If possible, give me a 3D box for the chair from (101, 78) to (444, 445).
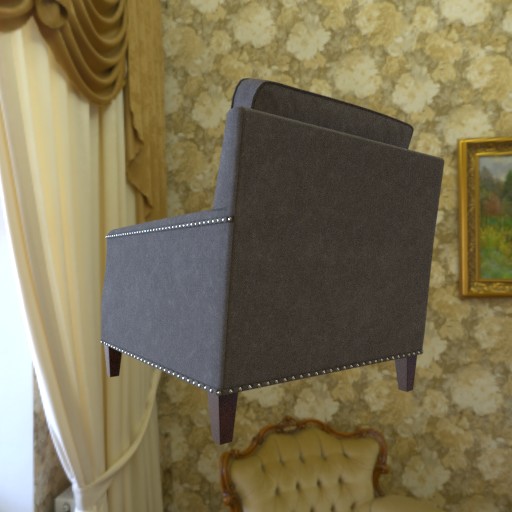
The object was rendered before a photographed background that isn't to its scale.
[{"bbox_3d":[0.000,0.000,1.646,0.853,0.948,1.014,1,-1,-37],"label":"chair"}]
